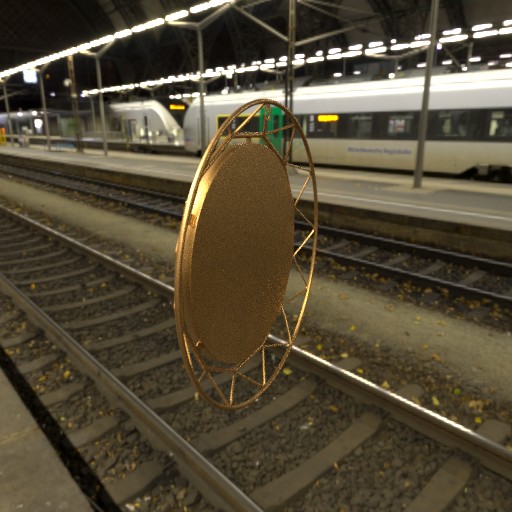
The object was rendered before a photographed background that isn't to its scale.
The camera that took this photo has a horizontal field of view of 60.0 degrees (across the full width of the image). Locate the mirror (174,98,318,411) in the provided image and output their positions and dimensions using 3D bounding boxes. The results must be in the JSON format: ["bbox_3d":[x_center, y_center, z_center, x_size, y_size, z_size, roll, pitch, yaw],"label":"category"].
[{"bbox_3d":[0.000,0.000,0.679,0.043,0.454,0.454,8,18,26],"label":"mirror"}]
